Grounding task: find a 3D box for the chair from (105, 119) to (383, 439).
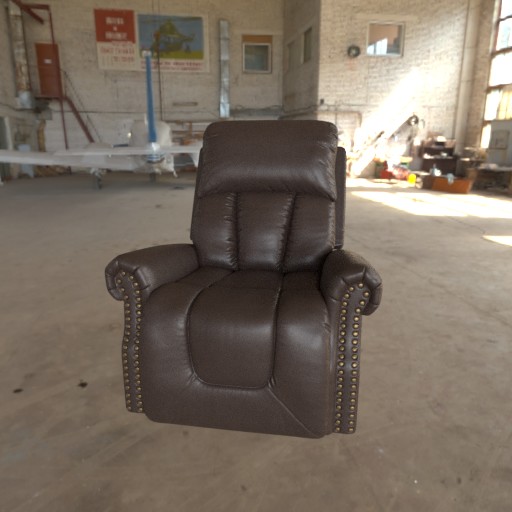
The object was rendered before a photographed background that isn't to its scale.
[{"bbox_3d":[0.000,0.000,1.700,0.869,1.028,0.978,2,15,9],"label":"chair"}]
